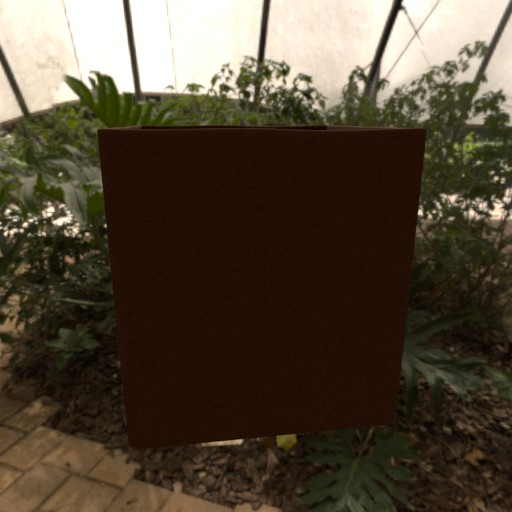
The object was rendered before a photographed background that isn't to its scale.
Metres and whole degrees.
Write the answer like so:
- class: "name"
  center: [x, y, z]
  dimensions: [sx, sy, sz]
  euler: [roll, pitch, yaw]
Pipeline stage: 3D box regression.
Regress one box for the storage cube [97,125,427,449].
- class: "storage cube"
  center: [0.000, 0.000, 0.498]
  dimensions: [0.270, 0.280, 0.270]
  euler: [-2, 17, -8]
